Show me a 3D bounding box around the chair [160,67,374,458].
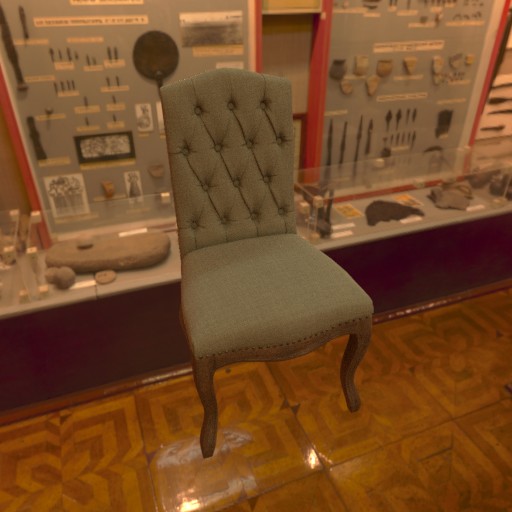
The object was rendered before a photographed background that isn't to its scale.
[{"bbox_3d":[0.000,0.000,1.623,0.637,1.191,0.731,-11,34,-16],"label":"chair"}]
